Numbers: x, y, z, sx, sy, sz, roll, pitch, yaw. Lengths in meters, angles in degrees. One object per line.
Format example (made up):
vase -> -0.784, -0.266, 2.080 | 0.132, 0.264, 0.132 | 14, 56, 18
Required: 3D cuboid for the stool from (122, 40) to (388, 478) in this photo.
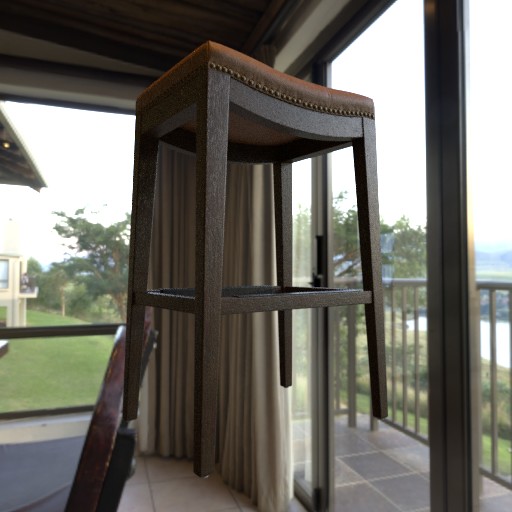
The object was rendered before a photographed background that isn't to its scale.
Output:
stool -> 0.000, 0.000, 1.035 | 0.500, 0.759, 0.361 | 1, -2, -37
